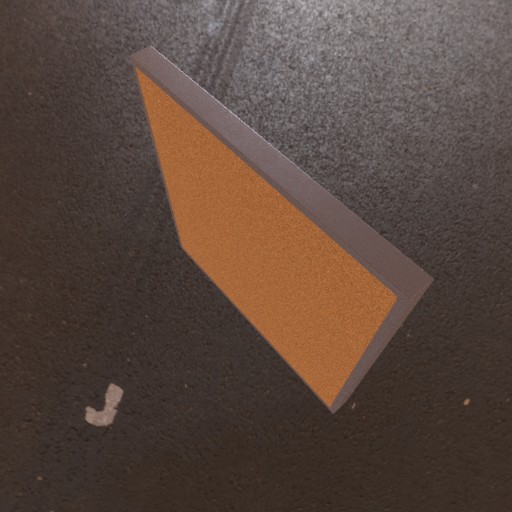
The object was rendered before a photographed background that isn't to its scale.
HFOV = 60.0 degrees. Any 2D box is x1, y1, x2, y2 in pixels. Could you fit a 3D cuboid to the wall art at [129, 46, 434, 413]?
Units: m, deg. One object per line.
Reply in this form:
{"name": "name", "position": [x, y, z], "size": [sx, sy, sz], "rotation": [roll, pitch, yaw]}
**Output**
{"name": "wall art", "position": [0.000, 0.000, 0.518], "size": [0.028, 0.349, 0.349], "rotation": [-36, 65, -20]}
